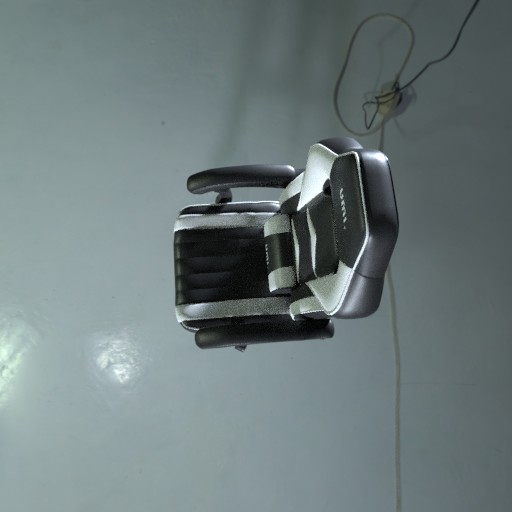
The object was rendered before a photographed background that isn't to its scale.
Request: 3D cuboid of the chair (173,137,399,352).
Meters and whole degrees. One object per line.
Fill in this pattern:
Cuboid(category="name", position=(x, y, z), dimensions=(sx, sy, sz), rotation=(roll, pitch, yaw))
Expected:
Cuboid(category="chair", position=(0.000, 0.000, 1.648), dimensions=(0.700, 1.200, 0.676), rotation=(-5, 77, -1))
